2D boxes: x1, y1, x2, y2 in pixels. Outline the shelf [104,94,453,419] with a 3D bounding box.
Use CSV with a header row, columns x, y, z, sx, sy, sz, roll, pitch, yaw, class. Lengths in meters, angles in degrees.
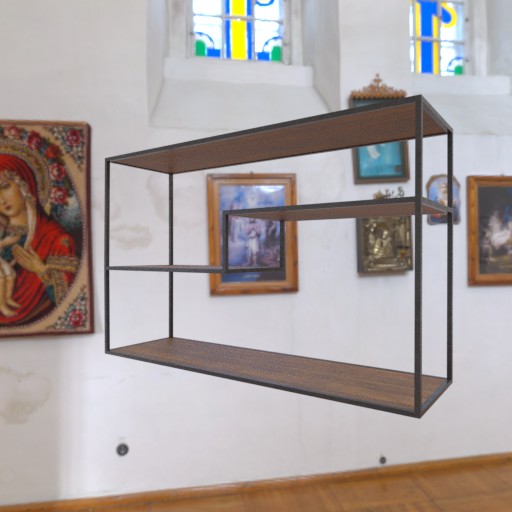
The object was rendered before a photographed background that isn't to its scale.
x,y,z,sx,sy,sz,roll,pitch,yaw,class
0.000,0.000,1.535,1.201,0.765,0.361,0,0,35,shelf
